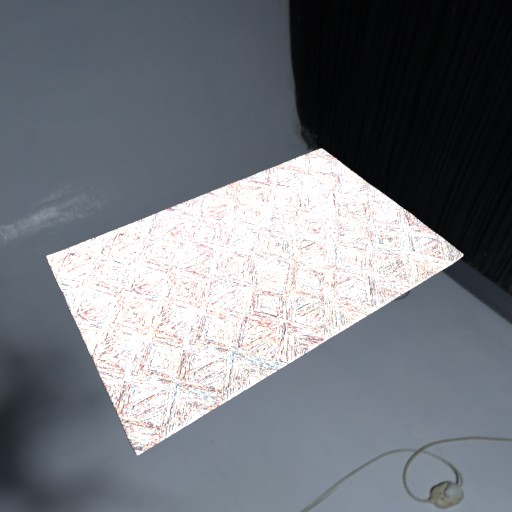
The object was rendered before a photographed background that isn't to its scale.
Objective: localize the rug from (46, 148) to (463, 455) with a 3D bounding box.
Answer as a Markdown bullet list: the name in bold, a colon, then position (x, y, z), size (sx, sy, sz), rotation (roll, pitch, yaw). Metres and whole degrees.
- **rug**: position (0.000, 0.000, 2.209), size (1.761, 0.014, 1.143), rotation (-26, 52, -22)
